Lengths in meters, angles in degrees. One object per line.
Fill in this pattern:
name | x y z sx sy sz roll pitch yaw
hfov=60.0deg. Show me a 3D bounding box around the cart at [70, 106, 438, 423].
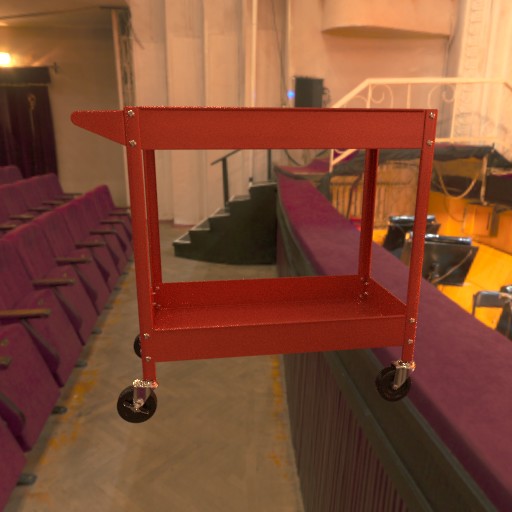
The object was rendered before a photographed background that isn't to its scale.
cart | 0.000 0.000 1.160 0.779 0.719 0.366 -2 15 -8
